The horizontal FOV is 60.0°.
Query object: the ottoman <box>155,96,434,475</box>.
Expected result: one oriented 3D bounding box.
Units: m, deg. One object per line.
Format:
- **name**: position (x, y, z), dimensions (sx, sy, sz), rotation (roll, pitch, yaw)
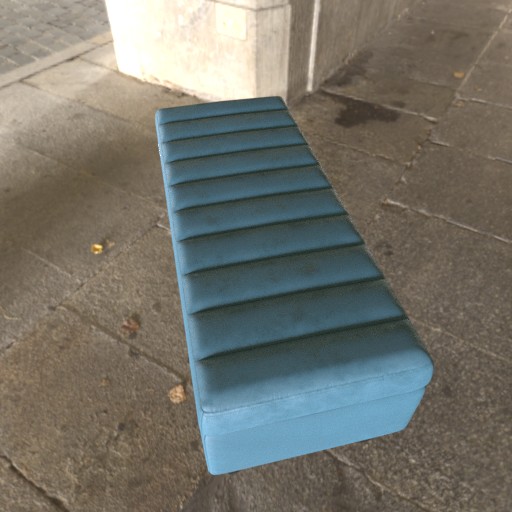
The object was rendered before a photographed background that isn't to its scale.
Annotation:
- **ottoman**: position (0.000, 0.000, 1.355), dimensions (0.482, 0.469, 1.151), rotation (-9, 47, -9)
